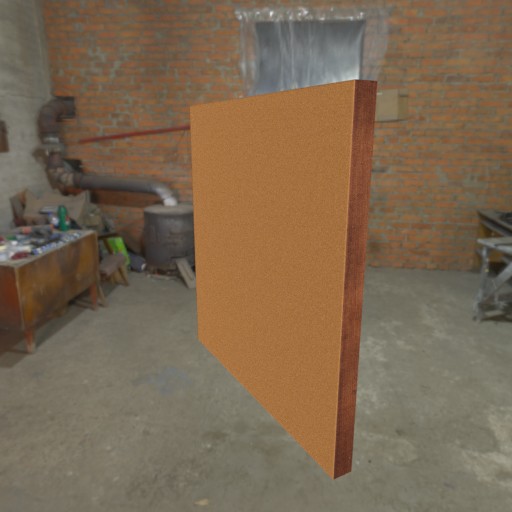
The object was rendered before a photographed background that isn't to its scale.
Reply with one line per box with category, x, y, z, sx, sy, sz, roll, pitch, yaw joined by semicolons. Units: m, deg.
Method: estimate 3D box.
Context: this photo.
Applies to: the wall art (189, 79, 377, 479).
wall art;0.000;0.000;0.845;0.037;0.572;0.554;-8;17;-28
